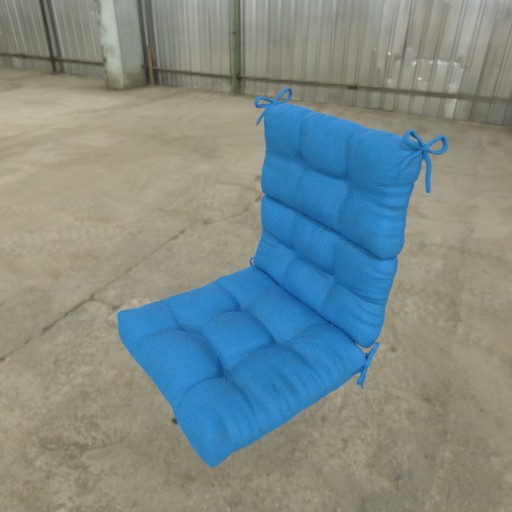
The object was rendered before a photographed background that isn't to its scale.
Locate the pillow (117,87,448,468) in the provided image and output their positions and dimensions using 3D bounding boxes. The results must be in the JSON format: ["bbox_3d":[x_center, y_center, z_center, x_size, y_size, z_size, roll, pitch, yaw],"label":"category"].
[{"bbox_3d":[0.000,0.000,1.009,0.571,0.605,0.519,-21,37,-30],"label":"pillow"}]
